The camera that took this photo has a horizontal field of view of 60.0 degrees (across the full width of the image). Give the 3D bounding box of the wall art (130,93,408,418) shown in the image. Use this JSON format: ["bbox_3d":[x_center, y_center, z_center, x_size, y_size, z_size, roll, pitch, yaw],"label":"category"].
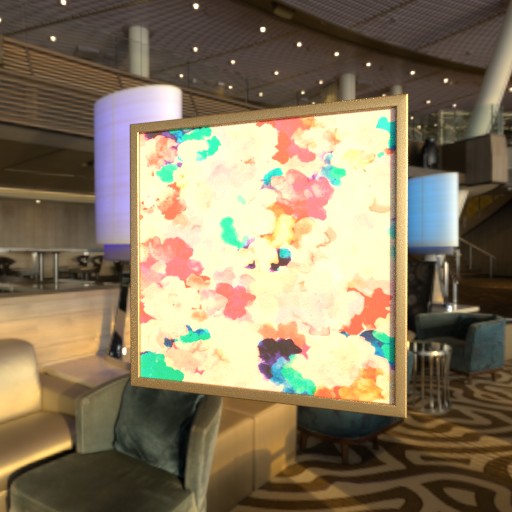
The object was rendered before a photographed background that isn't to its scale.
[{"bbox_3d":[0.000,0.000,1.186,0.767,0.765,0.036,0,1,19],"label":"wall art"}]
